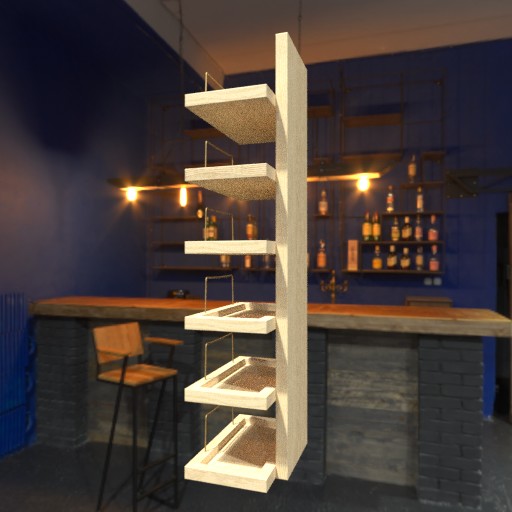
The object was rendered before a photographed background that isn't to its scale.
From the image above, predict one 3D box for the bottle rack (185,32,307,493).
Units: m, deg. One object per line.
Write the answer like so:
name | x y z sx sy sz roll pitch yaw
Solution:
bottle rack | 0.000 0.000 1.059 0.206 0.943 0.330 0 0 18
